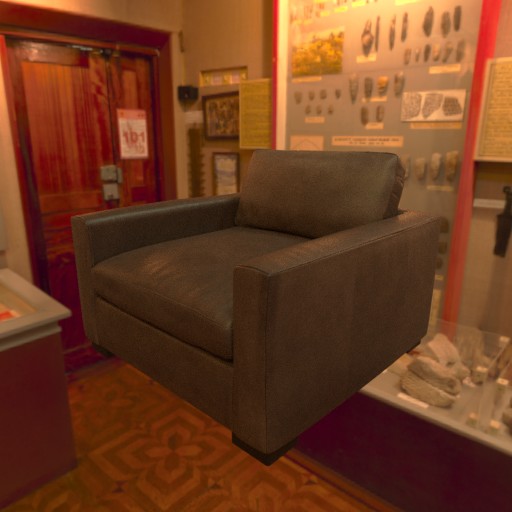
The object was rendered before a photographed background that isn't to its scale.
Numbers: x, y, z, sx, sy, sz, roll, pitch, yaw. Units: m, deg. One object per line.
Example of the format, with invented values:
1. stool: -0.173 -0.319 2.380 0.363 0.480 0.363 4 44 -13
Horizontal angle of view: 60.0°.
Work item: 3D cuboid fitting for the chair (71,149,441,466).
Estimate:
1. chair: 0.000 0.000 1.789 1.100 0.812 1.069 15 22 41
